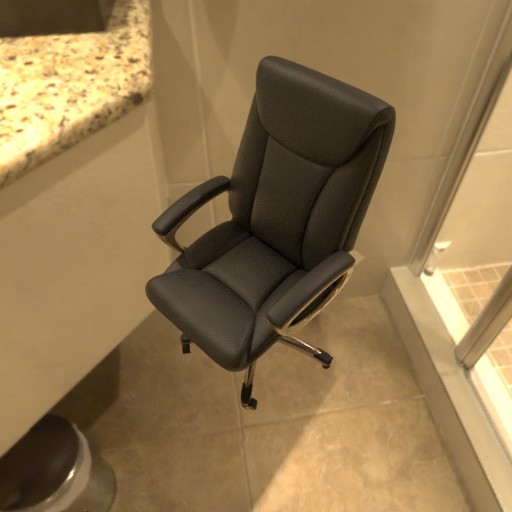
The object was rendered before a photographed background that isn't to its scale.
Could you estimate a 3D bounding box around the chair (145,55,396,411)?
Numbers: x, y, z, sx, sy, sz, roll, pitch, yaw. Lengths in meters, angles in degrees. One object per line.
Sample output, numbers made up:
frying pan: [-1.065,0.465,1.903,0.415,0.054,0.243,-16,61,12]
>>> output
chair: [0.000,0.000,1.645,0.694,1.188,0.748,35,57,27]
